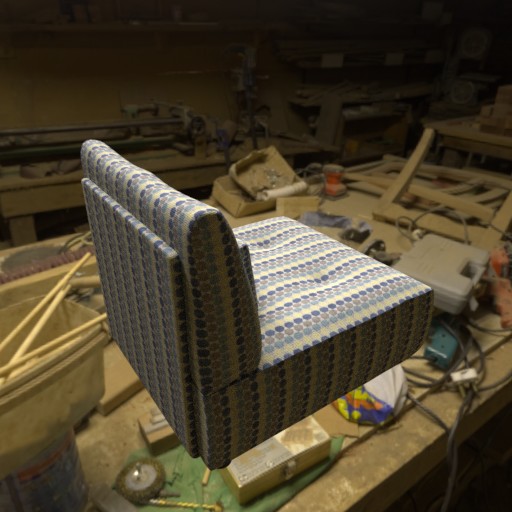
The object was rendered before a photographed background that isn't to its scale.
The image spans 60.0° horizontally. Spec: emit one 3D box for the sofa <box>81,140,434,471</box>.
[{"bbox_3d":[0.000,0.000,1.687,1.000,0.830,0.930,-17,32,-30],"label":"sofa"}]
